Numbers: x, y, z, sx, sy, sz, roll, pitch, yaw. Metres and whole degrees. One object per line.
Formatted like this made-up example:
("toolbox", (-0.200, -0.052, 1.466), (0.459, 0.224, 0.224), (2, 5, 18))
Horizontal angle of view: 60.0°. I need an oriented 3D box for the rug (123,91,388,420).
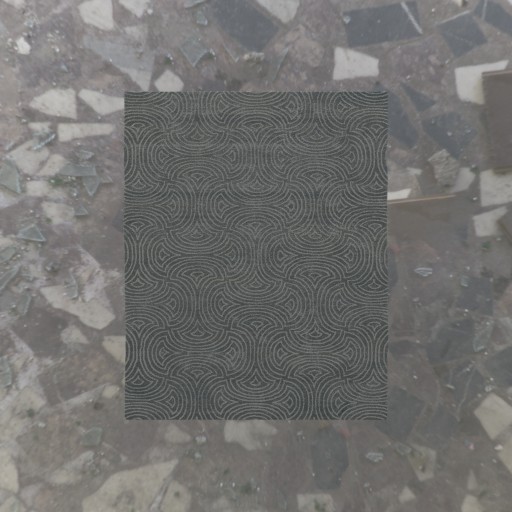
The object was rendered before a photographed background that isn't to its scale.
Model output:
("rug", (0.000, 0.000, 4.109), (2.456, 0.021, 3.042), (0, 90, 0))
